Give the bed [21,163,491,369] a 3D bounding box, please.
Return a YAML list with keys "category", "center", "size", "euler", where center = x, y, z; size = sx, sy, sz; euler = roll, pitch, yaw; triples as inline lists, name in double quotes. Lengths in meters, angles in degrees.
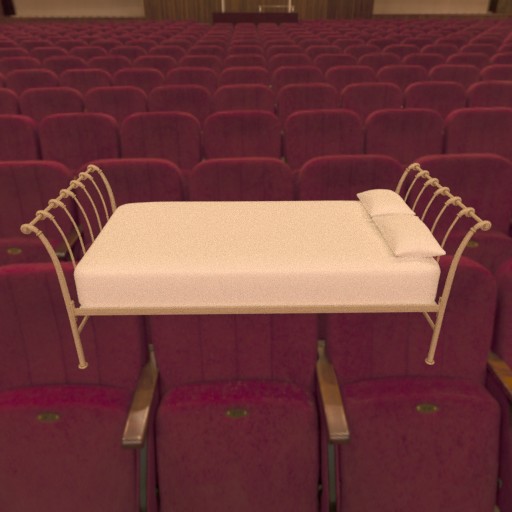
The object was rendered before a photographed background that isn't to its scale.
- category: "bed"
  center: [0.000, 0.000, 2.726]
  size: [2.228, 0.873, 1.032]
  euler: [0, 28, -1]
